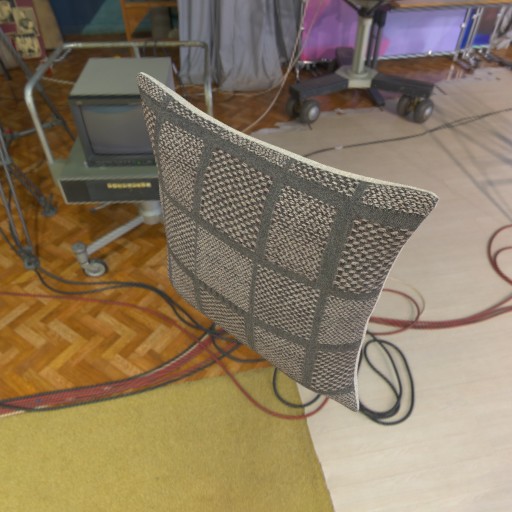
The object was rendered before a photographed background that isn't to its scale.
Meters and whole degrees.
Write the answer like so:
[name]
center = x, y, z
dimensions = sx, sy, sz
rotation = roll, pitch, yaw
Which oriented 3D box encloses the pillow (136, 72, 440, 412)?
[pillow]
center = 0.000, 0.000, 0.659
dimensions = 0.435, 0.432, 0.138
rotation = 31, 53, 27
